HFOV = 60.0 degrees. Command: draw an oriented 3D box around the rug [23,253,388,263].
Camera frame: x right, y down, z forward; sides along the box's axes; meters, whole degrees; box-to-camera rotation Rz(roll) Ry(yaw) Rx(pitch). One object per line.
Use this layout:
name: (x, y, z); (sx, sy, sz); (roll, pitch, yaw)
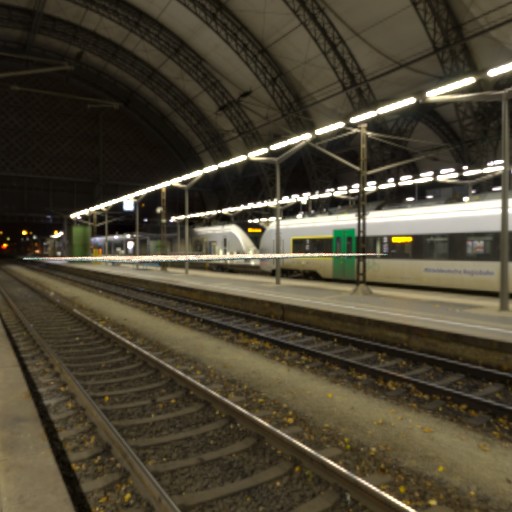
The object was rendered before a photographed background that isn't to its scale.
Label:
rug: (0.000, 0.000, 2.731); (0.801, 0.010, 2.459); (1, 1, 36)
